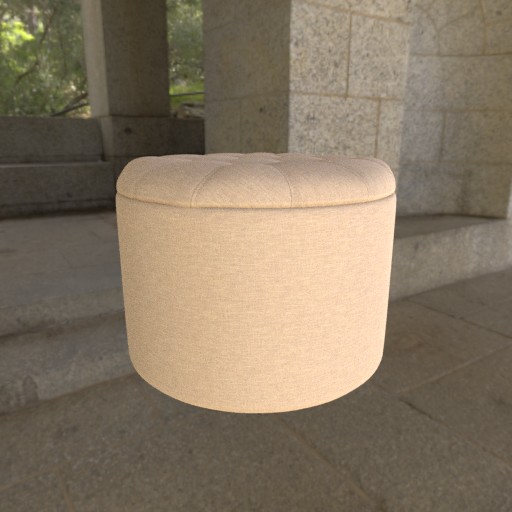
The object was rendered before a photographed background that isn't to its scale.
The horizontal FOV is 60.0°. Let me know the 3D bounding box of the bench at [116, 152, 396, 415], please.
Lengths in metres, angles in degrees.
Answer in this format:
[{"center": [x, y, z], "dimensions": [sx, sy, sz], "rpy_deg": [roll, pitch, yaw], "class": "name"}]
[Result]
[{"center": [0.000, 0.000, 1.026], "dimensions": [0.600, 0.454, 0.600], "rpy_deg": [0, 15, 0], "class": "bench"}]
